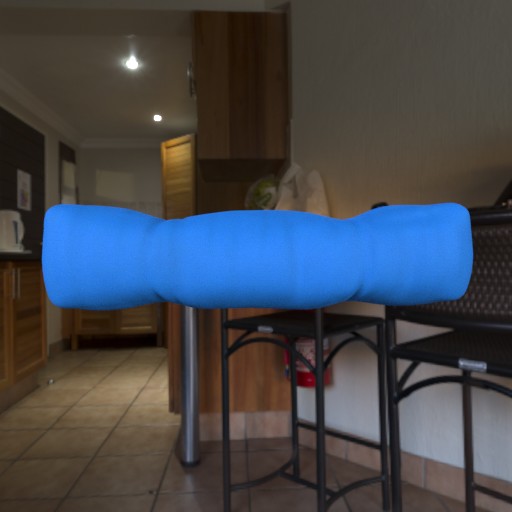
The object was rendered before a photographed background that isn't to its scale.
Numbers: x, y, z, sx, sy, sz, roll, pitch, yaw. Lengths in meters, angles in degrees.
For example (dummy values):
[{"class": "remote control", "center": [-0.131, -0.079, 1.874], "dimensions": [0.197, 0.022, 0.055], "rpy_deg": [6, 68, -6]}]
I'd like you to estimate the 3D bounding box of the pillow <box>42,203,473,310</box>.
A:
[{"class": "pillow", "center": [0.000, 0.000, 0.711], "dimensions": [0.490, 0.128, 0.468], "rpy_deg": [0, 1, -1]}]
